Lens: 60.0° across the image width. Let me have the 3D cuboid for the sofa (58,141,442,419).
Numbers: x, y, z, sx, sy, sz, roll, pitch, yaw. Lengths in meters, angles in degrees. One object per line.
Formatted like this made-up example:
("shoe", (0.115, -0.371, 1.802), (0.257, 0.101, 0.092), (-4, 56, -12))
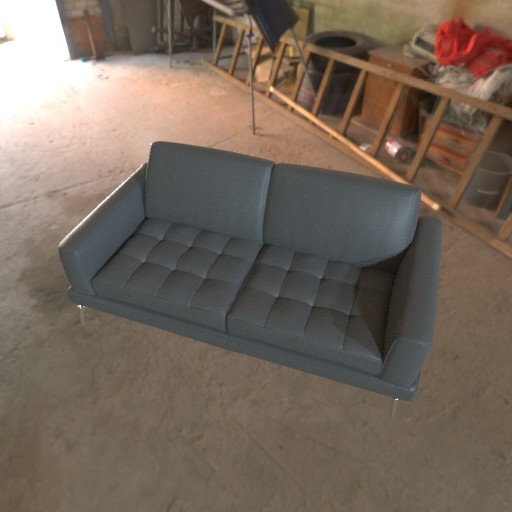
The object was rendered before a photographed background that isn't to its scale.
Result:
("sofa", (0.000, 0.000, 2.775), (2.177, 0.930, 1.121), (13, 43, 15))
